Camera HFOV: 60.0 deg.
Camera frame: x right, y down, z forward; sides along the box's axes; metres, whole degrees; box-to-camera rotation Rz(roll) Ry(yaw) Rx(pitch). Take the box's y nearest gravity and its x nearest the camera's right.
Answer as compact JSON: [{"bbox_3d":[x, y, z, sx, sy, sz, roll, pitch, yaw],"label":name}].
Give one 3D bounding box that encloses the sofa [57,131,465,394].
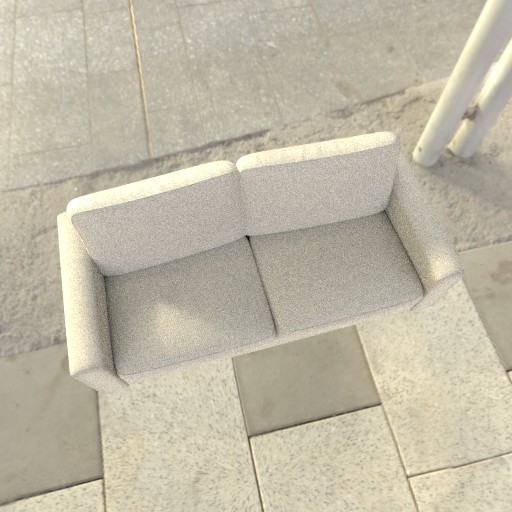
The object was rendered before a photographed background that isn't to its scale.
[{"bbox_3d":[0.000,0.000,2.641,2.179,0.873,1.016,-14,64,-7],"label":"sofa"}]
